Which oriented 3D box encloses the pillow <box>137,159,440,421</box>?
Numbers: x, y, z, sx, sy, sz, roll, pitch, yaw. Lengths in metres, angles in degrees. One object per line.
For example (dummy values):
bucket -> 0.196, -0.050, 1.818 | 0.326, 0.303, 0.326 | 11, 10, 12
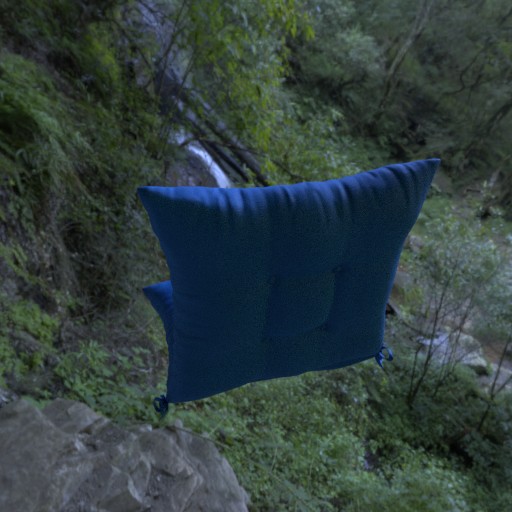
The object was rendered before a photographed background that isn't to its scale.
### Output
pillow -> 0.000, 0.000, 1.007 | 0.541, 0.536, 0.585 | -9, 29, -16
